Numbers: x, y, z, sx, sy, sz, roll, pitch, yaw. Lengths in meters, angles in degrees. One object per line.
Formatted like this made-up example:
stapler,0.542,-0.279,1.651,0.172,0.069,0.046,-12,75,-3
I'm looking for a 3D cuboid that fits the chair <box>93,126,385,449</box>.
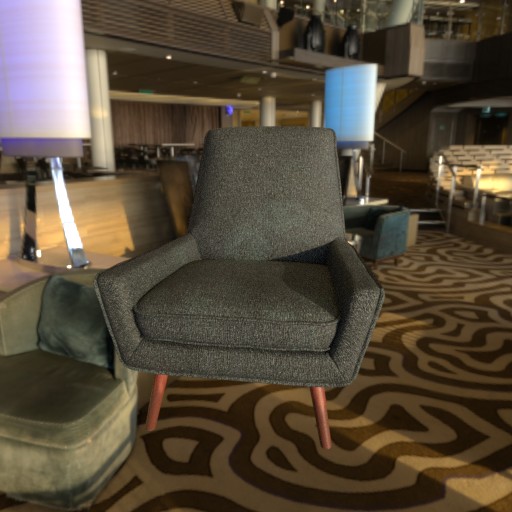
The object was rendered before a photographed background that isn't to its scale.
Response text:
chair,0.000,0.000,1.522,0.763,0.883,0.859,2,14,9
